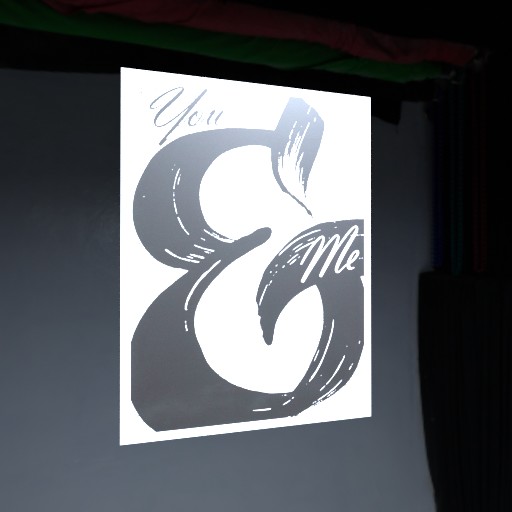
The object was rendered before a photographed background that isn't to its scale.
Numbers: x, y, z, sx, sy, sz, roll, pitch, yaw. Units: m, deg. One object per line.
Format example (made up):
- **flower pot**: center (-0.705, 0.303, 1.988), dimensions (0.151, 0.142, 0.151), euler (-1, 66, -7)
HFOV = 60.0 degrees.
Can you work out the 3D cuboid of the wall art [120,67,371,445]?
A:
- **wall art**: center (0.000, 0.000, 0.783), dimensions (0.457, 0.609, 0.003), euler (0, -1, -17)
